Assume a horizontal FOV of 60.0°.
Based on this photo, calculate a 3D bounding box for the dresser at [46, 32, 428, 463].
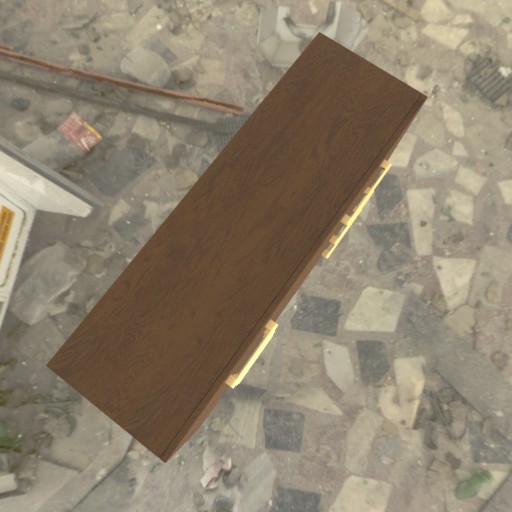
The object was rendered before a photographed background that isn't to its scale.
[{"bbox_3d":[0.000,0.000,1.925,0.512,0.889,1.523,35,78,8],"label":"dresser"}]
